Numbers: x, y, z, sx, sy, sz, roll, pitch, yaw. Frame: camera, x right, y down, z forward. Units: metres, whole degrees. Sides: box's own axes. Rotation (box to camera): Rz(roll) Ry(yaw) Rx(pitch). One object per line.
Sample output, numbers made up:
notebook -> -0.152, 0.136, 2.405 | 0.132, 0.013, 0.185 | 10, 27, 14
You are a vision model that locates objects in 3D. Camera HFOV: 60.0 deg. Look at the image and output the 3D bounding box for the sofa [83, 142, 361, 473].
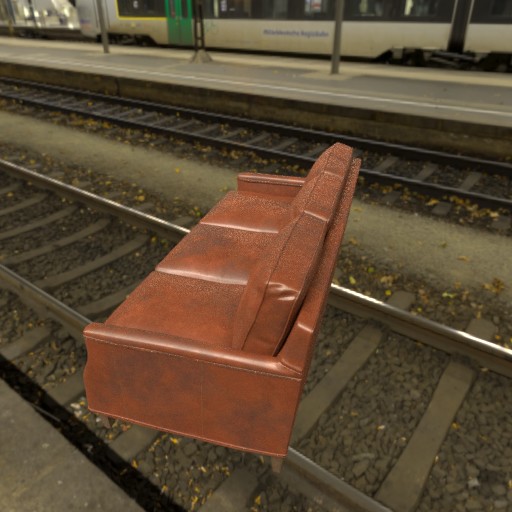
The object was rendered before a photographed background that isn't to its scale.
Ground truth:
sofa -> 0.000, 0.000, 2.793 | 1.084, 1.003, 2.240 | 8, 30, 14
